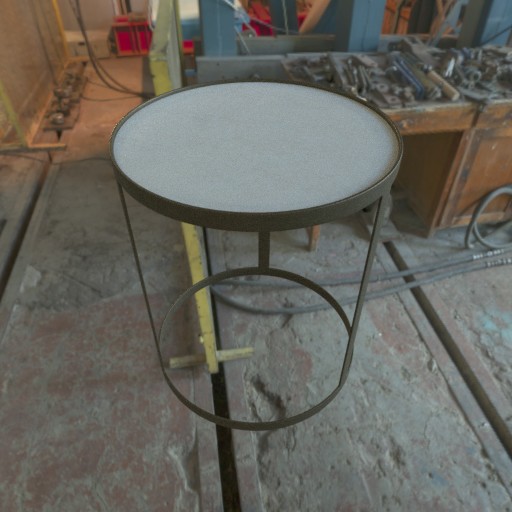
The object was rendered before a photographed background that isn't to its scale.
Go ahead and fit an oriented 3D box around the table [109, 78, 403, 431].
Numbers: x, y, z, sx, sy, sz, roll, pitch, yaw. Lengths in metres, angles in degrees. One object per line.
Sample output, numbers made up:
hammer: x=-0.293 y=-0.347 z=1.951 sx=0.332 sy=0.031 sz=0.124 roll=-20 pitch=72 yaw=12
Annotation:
table: x=0.000 y=0.000 z=0.931 sx=0.480 sy=0.565 sz=0.480 roll=0 pitch=41 yaw=0
